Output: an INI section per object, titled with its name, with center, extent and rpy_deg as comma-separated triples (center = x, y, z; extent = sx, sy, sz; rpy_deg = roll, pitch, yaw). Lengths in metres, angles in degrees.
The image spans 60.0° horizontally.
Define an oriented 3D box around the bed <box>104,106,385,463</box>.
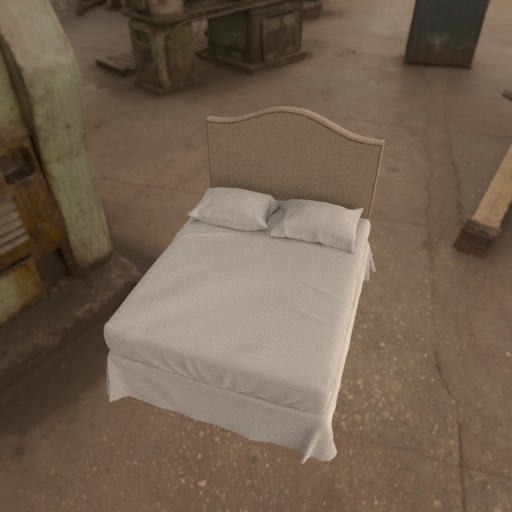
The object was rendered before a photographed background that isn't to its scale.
[bed]
center = 0.000, 0.000, 3.503
extent = 1.876, 1.645, 2.221
rpy_deg = 12, 41, 14
